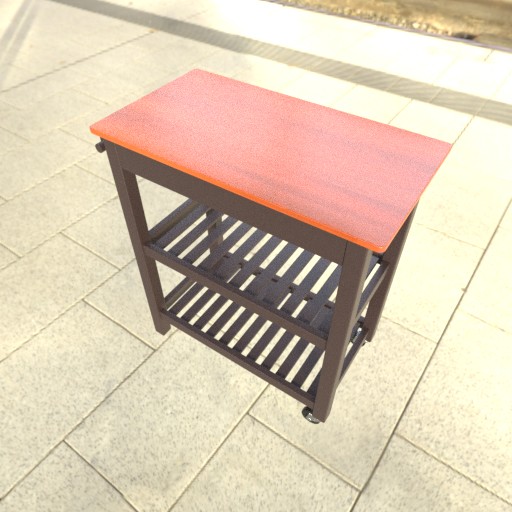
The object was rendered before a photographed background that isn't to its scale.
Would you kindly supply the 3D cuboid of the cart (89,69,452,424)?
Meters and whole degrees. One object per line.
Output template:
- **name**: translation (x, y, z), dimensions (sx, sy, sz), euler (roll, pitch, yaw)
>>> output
- **cart**: translation (0.000, 0.000, 1.493), dimensions (0.899, 0.927, 0.457), euler (25, 51, 23)
